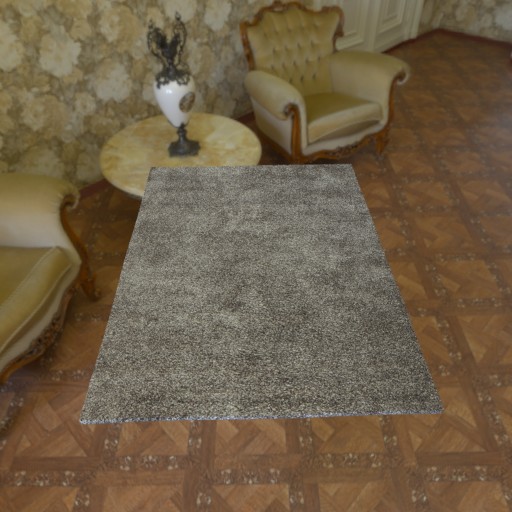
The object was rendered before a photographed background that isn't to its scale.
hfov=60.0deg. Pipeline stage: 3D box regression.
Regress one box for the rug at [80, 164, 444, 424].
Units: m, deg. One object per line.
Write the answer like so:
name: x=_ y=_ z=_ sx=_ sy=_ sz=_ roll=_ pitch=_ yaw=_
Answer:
rug: x=0.000 y=0.000 z=2.052 sx=1.198 sy=0.025 sz=1.601 roll=-1 pitch=42 yaw=-1
